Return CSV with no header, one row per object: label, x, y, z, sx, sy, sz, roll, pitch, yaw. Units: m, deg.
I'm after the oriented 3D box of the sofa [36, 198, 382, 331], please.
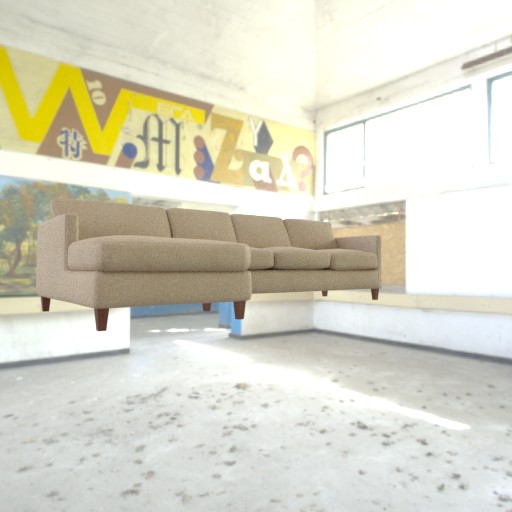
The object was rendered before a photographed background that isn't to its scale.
sofa,0.000,0.000,3.805,3.201,0.876,1.502,1,-2,-37
